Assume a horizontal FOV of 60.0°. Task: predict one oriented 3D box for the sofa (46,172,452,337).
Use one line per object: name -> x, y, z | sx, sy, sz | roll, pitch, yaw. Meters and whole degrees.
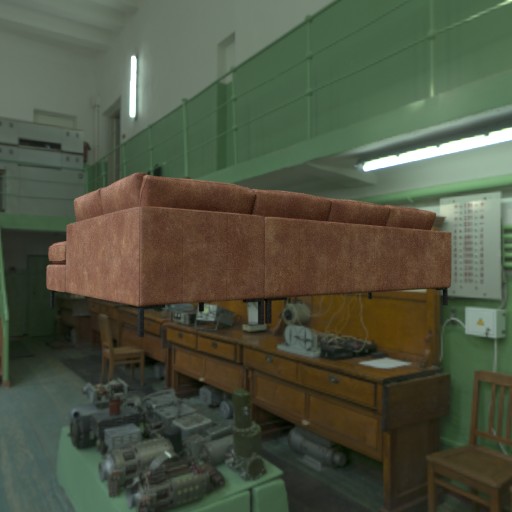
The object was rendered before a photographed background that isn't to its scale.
sofa -> 0.000, 0.000, 3.868 | 2.984, 0.877, 1.938 | 1, -1, -37
